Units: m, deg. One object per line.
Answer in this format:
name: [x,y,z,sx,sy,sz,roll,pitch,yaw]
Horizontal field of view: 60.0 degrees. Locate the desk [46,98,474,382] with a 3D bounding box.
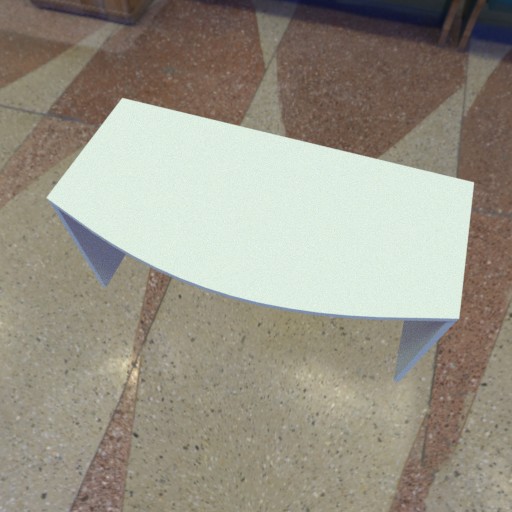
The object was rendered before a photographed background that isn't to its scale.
desk: [0.000,0.000,2.057,1.600,0.750,0.802,16,60,10]
